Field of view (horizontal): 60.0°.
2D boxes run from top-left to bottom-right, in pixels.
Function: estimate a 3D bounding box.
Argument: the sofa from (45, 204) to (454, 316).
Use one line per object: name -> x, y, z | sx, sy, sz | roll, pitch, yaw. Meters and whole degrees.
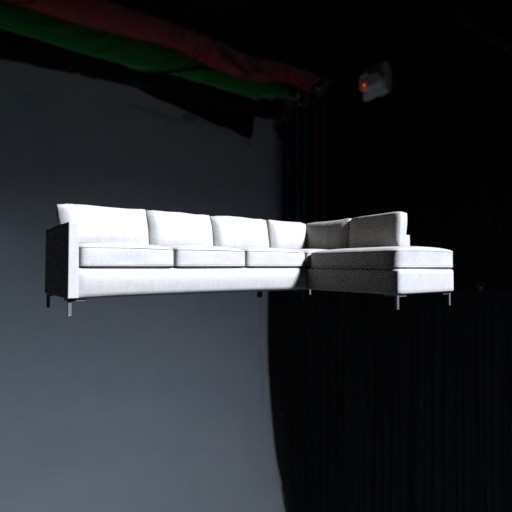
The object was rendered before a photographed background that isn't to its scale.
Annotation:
sofa -> 0.000, 0.000, 4.234 | 3.331, 0.964, 2.077 | 1, -2, -35
